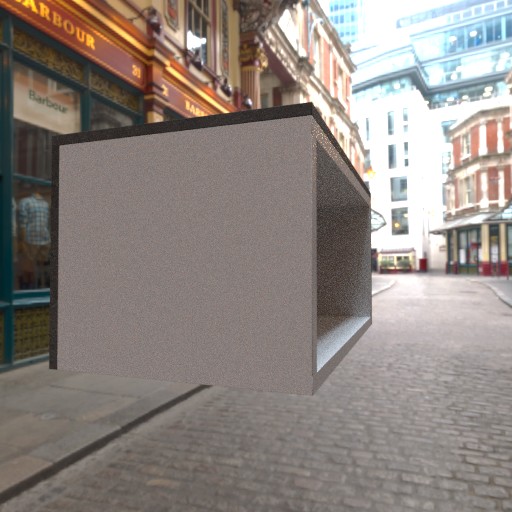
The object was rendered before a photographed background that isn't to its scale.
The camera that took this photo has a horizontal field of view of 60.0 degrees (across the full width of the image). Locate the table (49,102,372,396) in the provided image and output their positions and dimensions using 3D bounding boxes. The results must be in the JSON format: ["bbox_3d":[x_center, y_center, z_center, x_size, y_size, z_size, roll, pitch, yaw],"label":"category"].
[{"bbox_3d":[0.000,0.000,0.923,0.400,0.350,0.700,-1,-2,20],"label":"table"}]
